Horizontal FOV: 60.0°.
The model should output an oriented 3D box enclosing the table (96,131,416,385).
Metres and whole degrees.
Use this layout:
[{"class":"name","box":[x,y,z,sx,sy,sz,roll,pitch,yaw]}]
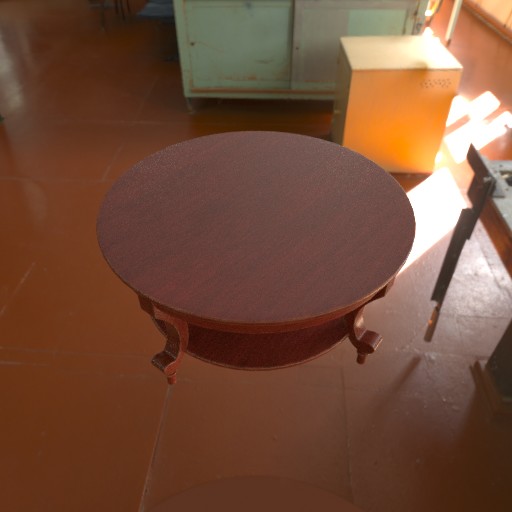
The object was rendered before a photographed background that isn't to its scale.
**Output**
[{"class":"table","box":[0.000,0.000,1.628,1.029,0.486,1.029,0,42,0]}]
